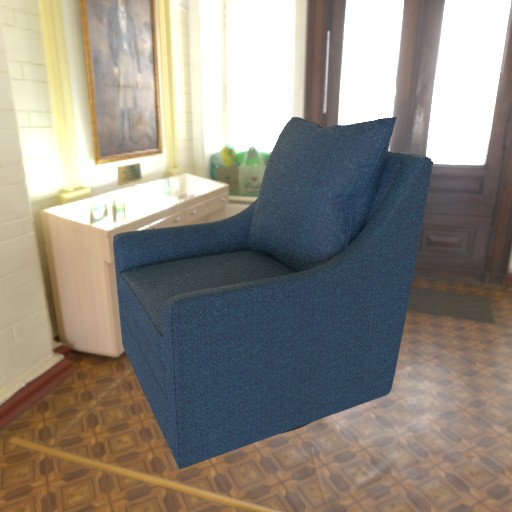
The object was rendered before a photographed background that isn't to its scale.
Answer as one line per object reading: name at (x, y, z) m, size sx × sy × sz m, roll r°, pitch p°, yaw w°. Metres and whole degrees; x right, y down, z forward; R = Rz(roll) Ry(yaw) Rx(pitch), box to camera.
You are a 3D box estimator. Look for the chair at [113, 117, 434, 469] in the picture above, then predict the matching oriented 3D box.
chair at (0.000, 0.000, 1.570) m, size 0.870 × 0.939 × 0.750 m, roll -9°, pitch 19°, yaw -26°
